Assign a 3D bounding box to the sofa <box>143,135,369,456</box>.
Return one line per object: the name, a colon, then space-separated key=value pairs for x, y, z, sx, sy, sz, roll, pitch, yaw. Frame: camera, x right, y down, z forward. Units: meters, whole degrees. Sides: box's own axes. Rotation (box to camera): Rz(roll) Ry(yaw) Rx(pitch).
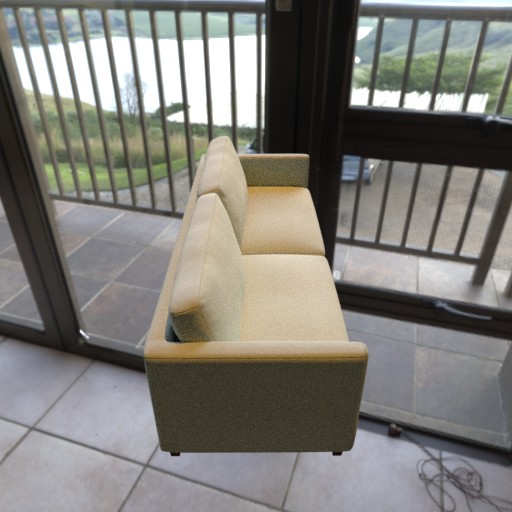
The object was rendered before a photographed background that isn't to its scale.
sofa: x=0.000 y=0.000 z=2.932 sx=0.948 sy=0.965 sz=2.434 roll=0 pitch=32 yaw=0
